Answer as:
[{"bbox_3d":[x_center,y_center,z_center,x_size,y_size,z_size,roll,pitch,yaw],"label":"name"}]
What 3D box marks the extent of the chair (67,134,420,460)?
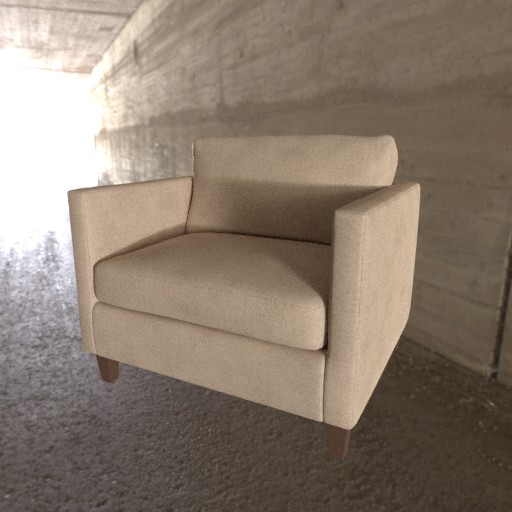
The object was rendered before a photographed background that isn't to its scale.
[{"bbox_3d":[0.000,0.000,1.813,1.133,0.961,0.959,8,16,27],"label":"chair"}]
